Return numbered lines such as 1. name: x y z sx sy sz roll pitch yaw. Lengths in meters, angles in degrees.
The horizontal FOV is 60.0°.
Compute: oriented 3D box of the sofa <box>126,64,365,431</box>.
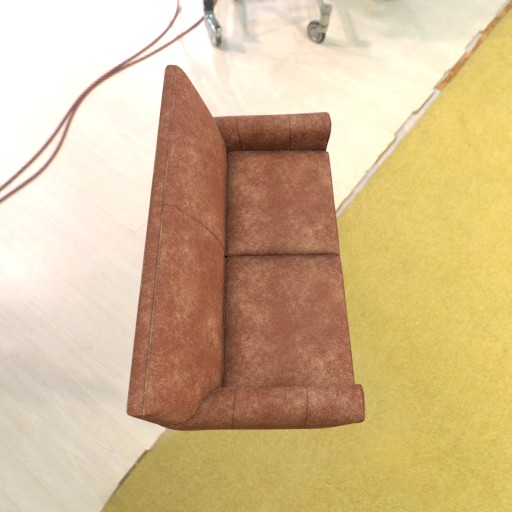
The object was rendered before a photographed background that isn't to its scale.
1. sofa: 0.000 0.000 2.010 0.787 0.871 1.473 -1 63 0
